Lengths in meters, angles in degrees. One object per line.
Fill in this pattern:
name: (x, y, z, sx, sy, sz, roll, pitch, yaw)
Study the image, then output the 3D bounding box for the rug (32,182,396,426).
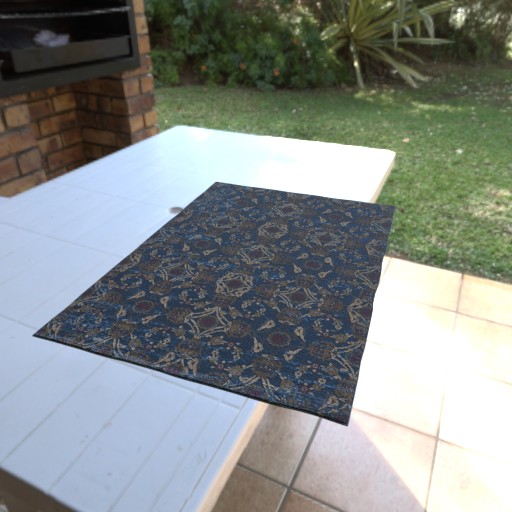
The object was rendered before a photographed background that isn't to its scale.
rug: (0.000, 0.000, 2.860, 1.567, 0.014, 2.207, 10, 32, 17)
